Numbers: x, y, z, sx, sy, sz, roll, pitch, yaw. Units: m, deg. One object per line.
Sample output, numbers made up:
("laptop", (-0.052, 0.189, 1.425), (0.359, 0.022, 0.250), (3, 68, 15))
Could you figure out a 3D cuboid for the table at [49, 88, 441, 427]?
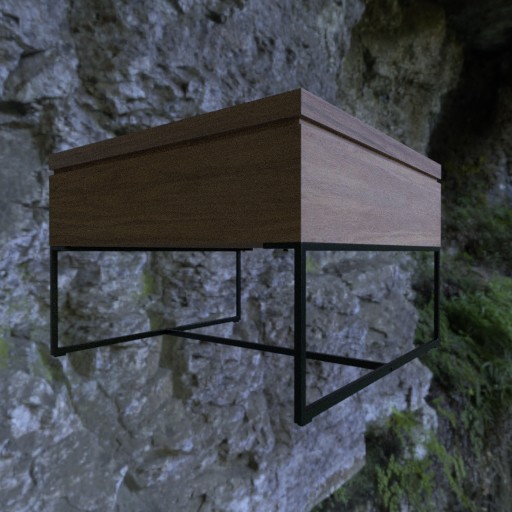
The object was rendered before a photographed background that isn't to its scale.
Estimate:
("table", (0.000, 0.000, 1.076), (0.679, 0.464, 0.676), (0, 1, 38))
